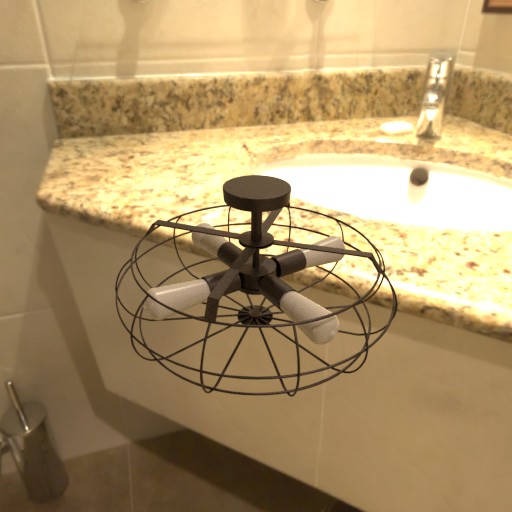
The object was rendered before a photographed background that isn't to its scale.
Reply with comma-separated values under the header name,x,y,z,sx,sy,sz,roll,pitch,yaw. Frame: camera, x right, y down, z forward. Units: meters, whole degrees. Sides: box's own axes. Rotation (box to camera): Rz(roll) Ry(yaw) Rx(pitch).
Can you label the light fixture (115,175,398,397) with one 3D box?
name,x,y,z,sx,sy,sz,roll,pitch,yaw
light fixture,0.000,0.000,0.924,0.582,0.311,0.582,0,30,0
